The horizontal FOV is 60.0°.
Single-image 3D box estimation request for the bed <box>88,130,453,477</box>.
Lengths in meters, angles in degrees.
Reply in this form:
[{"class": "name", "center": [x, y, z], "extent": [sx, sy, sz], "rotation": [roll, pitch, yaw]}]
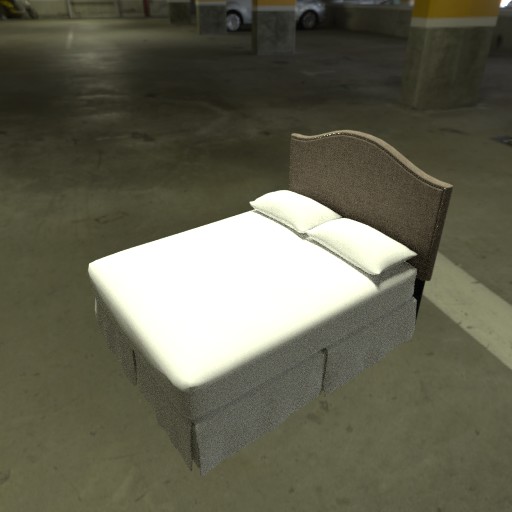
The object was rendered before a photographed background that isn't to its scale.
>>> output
[{"class": "bed", "center": [0.000, 0.000, 3.325], "extent": [2.153, 1.518, 1.713], "rotation": [-21, 36, -31]}]
